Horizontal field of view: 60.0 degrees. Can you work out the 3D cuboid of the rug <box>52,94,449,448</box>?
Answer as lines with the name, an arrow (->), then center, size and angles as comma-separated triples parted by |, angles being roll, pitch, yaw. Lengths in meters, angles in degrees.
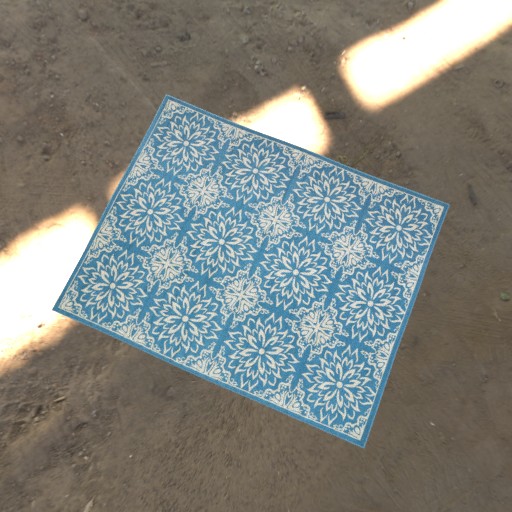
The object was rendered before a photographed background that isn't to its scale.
rug -> 0.000, 0.000, 4.062 | 2.964, 0.018, 2.350 | 23, 78, 5
